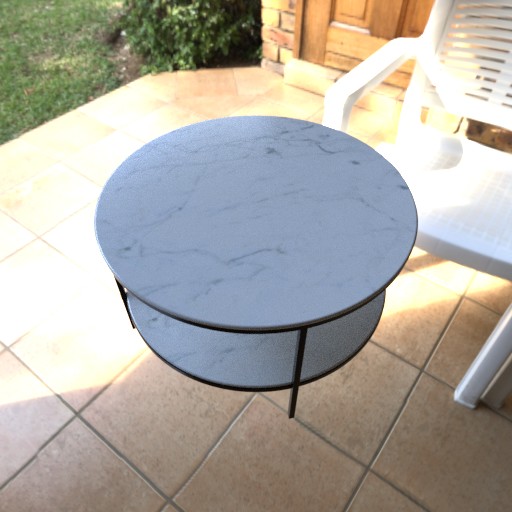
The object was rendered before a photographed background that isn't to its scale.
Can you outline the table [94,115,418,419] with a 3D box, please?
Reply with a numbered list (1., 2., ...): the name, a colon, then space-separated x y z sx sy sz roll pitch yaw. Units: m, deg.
1. table: 0.000 0.000 1.289 0.800 0.450 0.800 0 47 0
